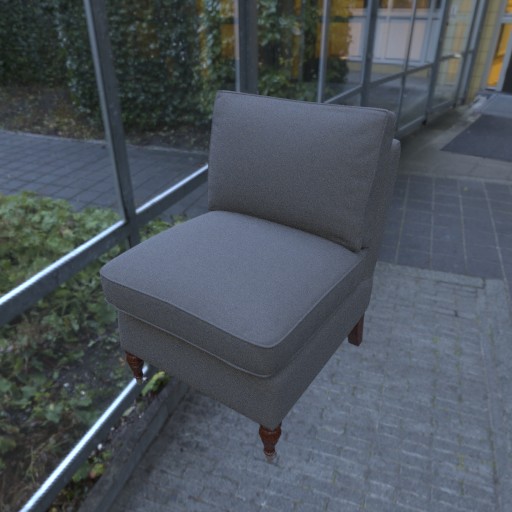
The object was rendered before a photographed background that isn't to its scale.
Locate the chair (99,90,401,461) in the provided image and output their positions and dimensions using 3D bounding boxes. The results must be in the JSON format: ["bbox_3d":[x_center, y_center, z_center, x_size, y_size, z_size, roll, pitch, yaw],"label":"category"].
[{"bbox_3d":[0.000,0.000,1.648,0.724,1.045,0.924,18,35,29],"label":"chair"}]
